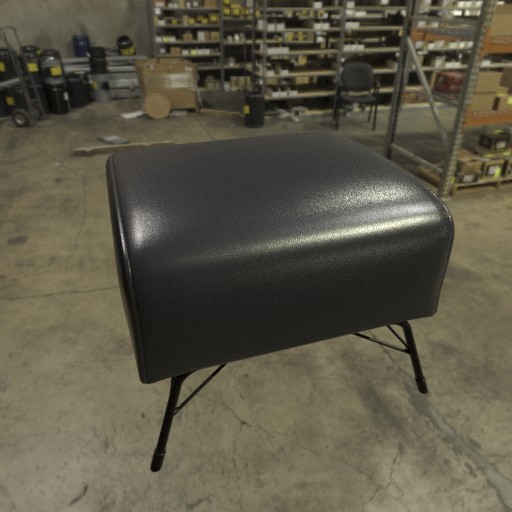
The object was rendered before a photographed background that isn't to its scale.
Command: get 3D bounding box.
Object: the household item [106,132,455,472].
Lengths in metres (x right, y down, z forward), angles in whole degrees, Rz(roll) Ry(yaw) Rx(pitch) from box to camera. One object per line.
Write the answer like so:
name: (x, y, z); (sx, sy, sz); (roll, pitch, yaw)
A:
household item: (0.000, 0.000, 0.890); (0.530, 0.410, 0.530); (-10, 33, -16)
